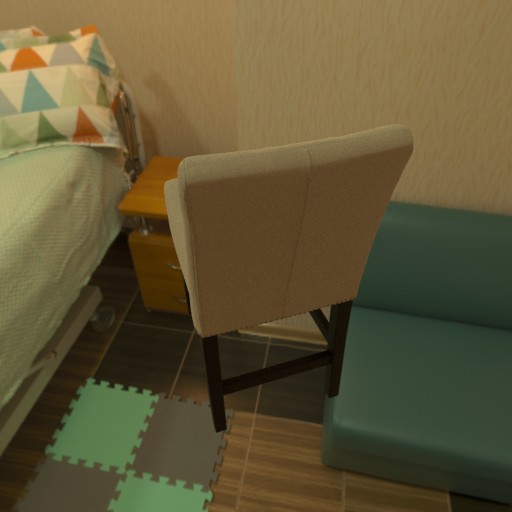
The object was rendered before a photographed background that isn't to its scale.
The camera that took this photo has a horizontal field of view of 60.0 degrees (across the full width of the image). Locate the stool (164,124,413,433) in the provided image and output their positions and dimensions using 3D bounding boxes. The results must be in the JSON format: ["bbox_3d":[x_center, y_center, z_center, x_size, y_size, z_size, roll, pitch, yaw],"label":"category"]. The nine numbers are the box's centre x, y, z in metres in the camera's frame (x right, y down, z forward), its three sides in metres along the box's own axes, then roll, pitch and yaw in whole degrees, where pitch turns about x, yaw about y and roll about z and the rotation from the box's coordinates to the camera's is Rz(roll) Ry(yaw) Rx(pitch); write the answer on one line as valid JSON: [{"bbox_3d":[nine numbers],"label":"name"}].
[{"bbox_3d":[0.000,0.000,1.196,0.427,0.885,0.571,-12,42,-14],"label":"stool"}]
